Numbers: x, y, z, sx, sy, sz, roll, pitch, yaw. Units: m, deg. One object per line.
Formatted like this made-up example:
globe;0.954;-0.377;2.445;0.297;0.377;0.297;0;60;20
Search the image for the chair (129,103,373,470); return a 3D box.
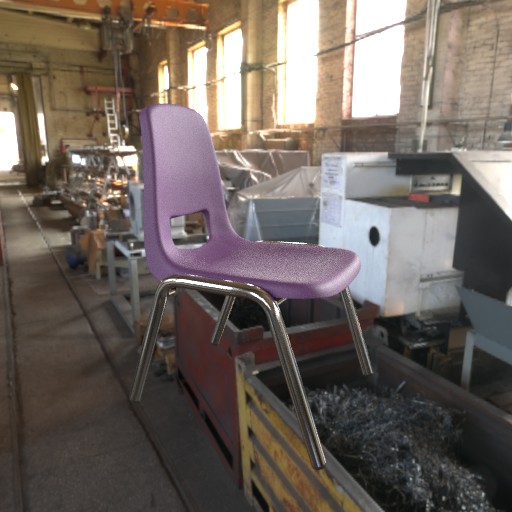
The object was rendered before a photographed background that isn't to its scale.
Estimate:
chair;0.000;0.000;0.874;0.419;0.584;0.356;7;15;26
